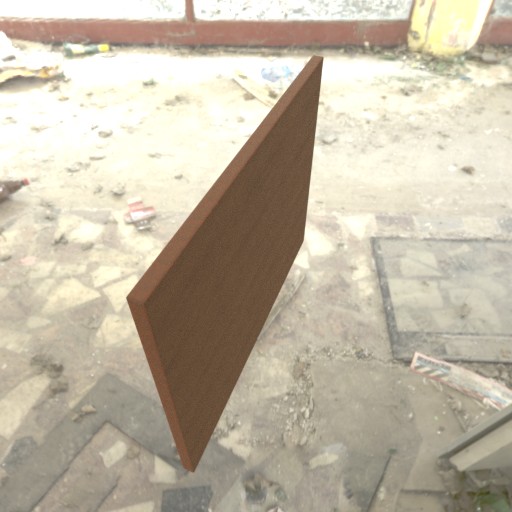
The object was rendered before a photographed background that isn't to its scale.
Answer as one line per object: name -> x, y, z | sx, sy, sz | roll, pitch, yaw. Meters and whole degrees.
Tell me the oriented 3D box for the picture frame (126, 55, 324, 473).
picture frame -> 0.000, 0.000, 1.704 | 0.045, 1.018, 1.329 | 16, 48, 15
